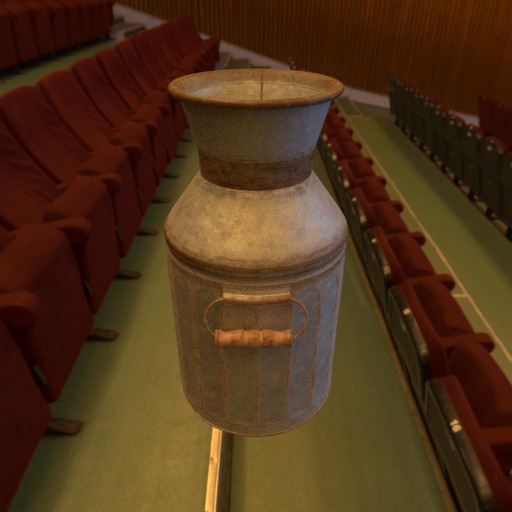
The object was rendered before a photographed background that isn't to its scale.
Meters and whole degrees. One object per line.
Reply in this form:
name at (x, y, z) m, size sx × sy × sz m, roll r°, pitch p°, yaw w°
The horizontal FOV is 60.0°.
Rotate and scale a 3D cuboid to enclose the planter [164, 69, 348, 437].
planter at (0.000, 0.000, 0.534) m, size 0.214 × 0.396 × 0.245 m, roll 0°, pitch 31°, yaw 0°
